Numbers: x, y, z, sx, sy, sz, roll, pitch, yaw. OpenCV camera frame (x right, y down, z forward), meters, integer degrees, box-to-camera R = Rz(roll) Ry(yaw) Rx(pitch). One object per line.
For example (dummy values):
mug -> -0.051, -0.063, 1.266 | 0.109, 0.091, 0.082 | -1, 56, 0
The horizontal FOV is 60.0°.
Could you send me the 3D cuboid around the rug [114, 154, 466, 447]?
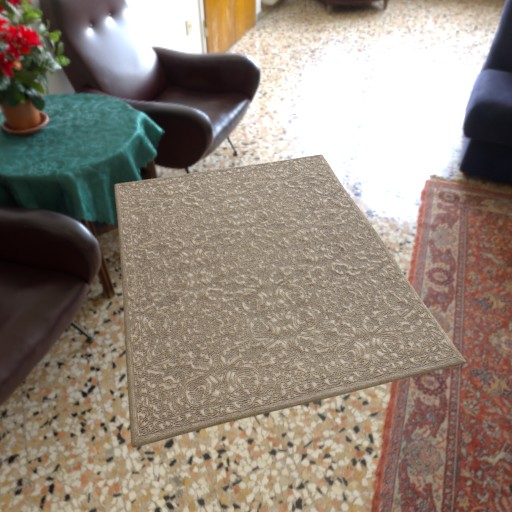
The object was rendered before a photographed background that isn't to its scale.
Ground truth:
rug -> 0.000, 0.000, 4.135 | 2.472, 0.035, 3.017 | -11, 46, -11
